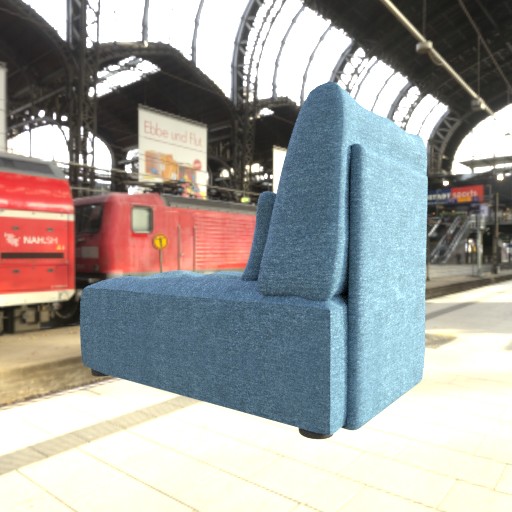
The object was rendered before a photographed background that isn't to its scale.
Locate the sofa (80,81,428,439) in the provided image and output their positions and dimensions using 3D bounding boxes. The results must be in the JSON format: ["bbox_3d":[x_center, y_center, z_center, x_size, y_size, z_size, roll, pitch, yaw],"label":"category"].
[{"bbox_3d":[0.000,0.000,1.515,1.000,0.820,0.700,0,1,37],"label":"sofa"}]
